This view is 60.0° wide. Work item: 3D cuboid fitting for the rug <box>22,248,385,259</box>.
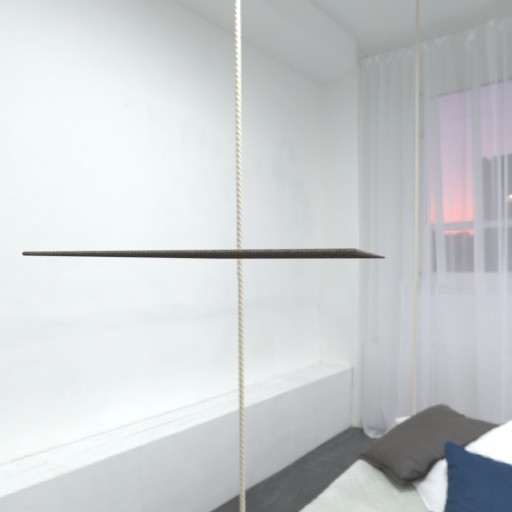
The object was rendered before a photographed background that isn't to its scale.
[{"bbox_3d":[0.000,0.000,2.313,1.219,0.016,1.829,0,-1,19],"label":"rug"}]
